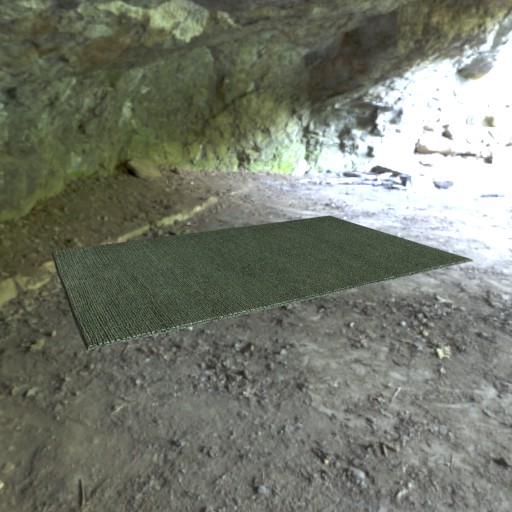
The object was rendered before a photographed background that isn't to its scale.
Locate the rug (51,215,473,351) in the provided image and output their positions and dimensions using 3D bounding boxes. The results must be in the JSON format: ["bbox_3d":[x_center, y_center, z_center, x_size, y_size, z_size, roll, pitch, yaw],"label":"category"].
[{"bbox_3d":[0.000,0.000,3.017,2.443,0.021,1.538,-9,20,-27],"label":"rug"}]
